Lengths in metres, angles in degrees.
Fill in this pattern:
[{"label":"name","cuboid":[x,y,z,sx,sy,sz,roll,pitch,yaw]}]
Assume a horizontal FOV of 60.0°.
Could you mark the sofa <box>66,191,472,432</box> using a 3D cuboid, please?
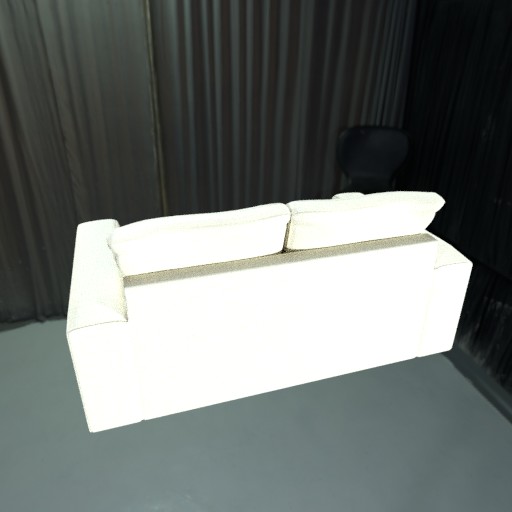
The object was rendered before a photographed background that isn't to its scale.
[{"label":"sofa","cuboid":[0.000,0.000,2.300,1.754,0.875,1.091,-8,28,-16]}]
